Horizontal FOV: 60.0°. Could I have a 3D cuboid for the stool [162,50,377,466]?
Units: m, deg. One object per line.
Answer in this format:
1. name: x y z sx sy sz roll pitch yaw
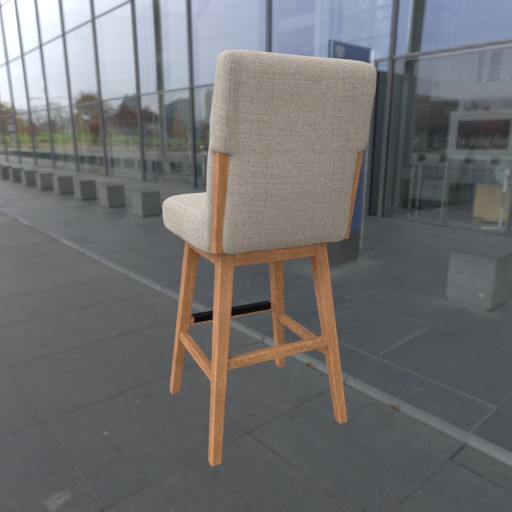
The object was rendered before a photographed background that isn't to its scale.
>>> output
1. stool: 0.000 0.000 1.413 0.483 1.106 0.569 -7 16 -25
